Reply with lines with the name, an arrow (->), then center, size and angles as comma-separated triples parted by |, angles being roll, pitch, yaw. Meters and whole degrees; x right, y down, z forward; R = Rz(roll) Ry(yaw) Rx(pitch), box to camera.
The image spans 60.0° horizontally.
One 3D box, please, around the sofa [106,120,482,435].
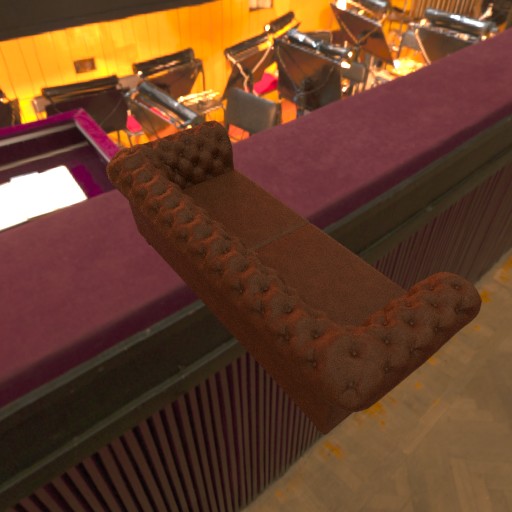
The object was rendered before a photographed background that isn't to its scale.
sofa -> 0.000, 0.000, 2.789 | 0.944, 0.783, 2.385 | -28, 49, -27
